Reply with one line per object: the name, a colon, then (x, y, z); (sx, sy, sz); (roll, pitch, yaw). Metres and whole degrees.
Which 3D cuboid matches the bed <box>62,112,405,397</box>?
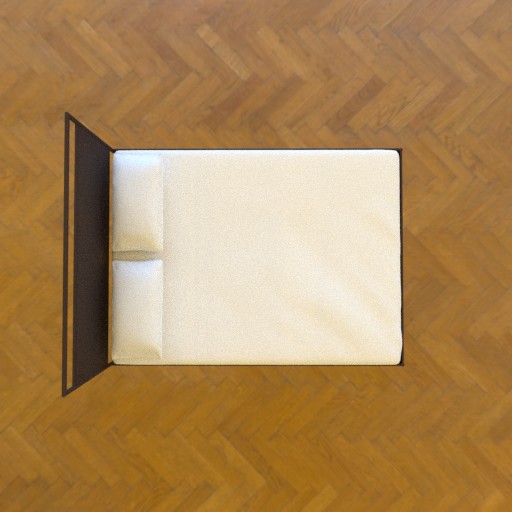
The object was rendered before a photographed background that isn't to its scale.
bed: (0.000, 0.000, 3.018); (2.122, 1.173, 1.572); (0, 89, 0)
